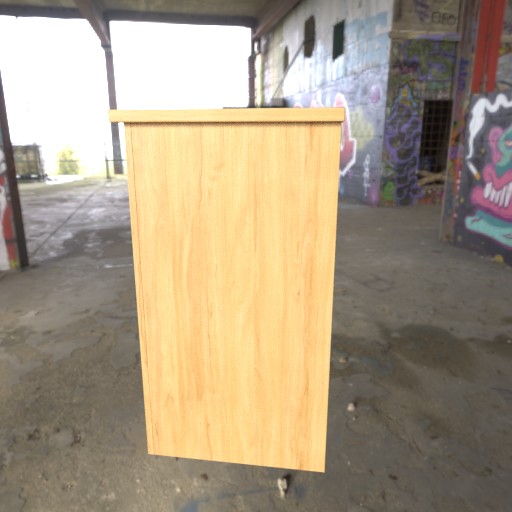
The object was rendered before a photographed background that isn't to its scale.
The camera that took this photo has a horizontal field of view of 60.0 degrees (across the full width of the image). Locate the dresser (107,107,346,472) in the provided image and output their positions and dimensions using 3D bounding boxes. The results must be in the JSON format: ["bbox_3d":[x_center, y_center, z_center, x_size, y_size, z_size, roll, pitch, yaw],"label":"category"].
[{"bbox_3d":[0.000,0.000,1.224,0.410,0.730,0.800,2,15,8],"label":"dresser"}]
